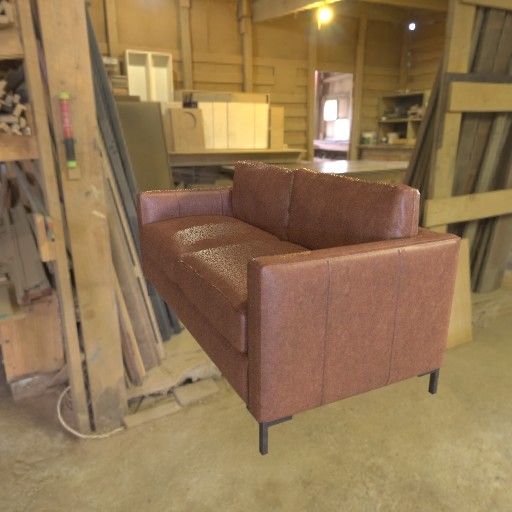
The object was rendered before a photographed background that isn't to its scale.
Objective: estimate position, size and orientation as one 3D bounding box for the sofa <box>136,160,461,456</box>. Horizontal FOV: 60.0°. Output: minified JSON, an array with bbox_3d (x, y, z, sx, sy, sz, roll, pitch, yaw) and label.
[{"bbox_3d":[0.000,0.000,2.301,0.899,0.883,1.797,-8,18,-26],"label":"sofa"}]
